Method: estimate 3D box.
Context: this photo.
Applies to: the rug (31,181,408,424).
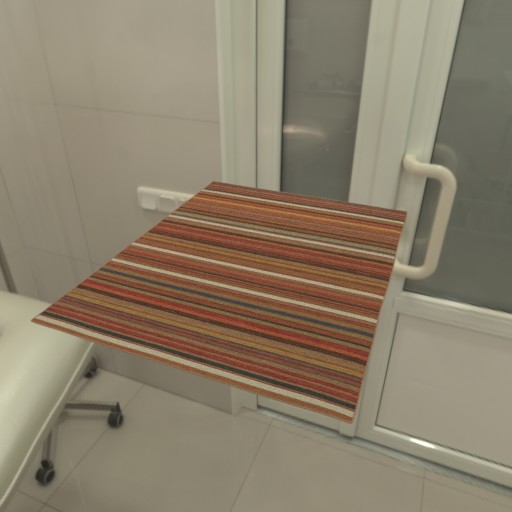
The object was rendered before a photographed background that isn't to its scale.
[{"bbox_3d":[0.000,0.000,4.195,2.479,0.023,3.092,12,33,19],"label":"rug"}]
